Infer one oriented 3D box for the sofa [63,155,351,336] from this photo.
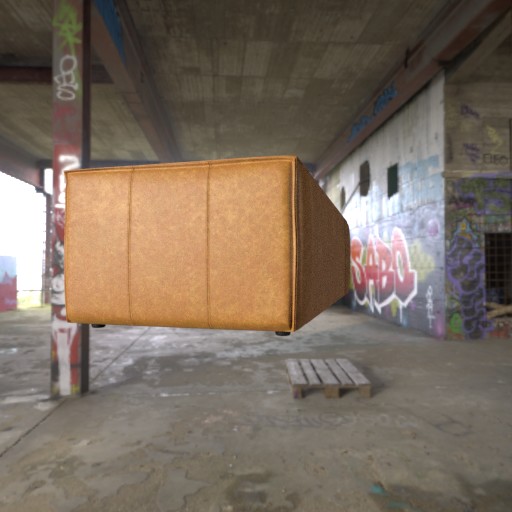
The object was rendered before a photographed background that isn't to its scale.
[{"bbox_3d":[0.000,0.000,2.993,1.102,0.701,2.581,0,-1,16],"label":"sofa"}]
